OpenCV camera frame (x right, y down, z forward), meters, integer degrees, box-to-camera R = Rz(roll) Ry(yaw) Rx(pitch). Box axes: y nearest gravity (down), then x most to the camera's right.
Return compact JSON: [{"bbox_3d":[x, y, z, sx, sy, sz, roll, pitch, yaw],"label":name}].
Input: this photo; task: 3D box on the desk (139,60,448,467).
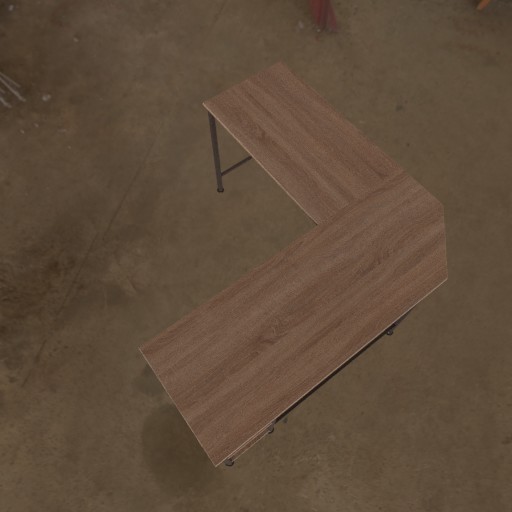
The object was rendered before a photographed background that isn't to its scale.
[{"bbox_3d":[0.000,0.000,2.231,1.379,0.739,1.379,-34,68,-16],"label":"desk"}]
